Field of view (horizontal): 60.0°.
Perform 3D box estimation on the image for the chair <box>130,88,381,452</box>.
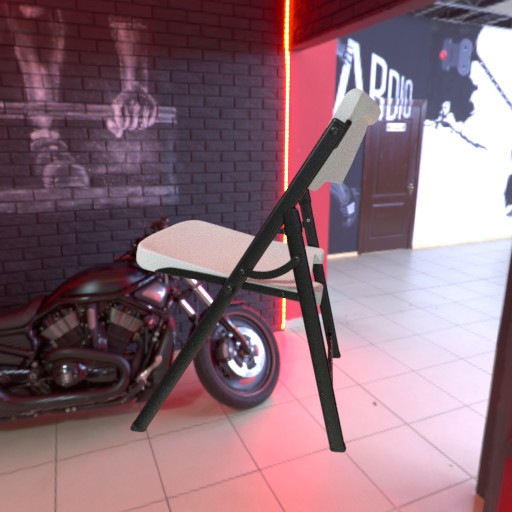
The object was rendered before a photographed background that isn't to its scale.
[{"bbox_3d":[0.000,0.000,1.148,0.577,0.765,0.482,2,14,9],"label":"chair"}]
